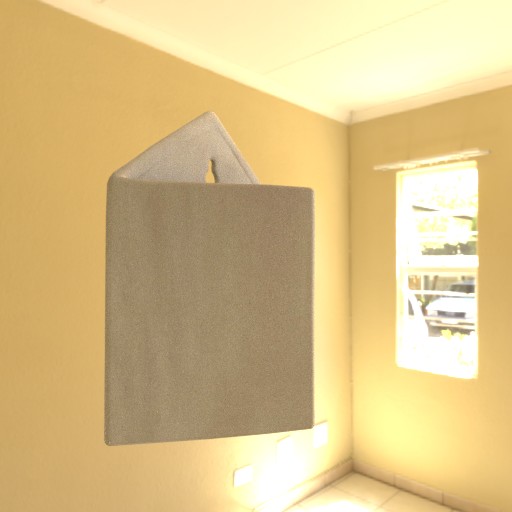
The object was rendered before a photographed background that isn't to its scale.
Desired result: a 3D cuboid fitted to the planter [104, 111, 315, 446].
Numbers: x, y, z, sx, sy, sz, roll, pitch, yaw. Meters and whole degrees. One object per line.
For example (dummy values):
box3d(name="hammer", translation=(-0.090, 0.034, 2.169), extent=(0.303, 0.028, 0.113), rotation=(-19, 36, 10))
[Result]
box3d(name="planter", translation=(0.000, 0.000, 0.272), extent=(0.080, 0.194, 0.163), rotation=(-1, -1, 35))
